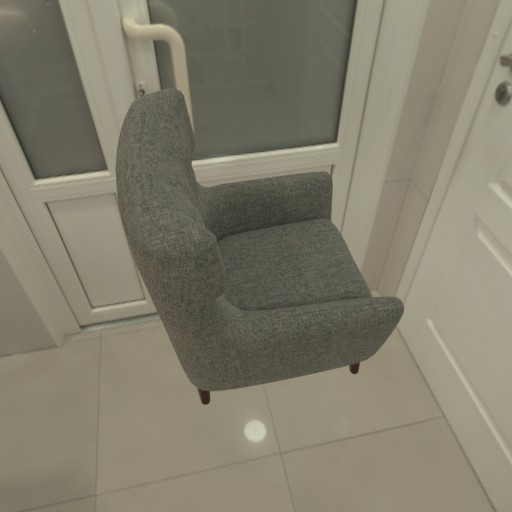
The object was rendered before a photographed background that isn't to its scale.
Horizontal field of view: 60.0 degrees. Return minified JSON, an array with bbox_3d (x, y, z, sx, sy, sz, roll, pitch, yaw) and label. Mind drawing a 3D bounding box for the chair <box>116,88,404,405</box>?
[{"bbox_3d":[0.000,0.000,1.775,0.904,1.063,0.878,-9,47,-9],"label":"chair"}]
